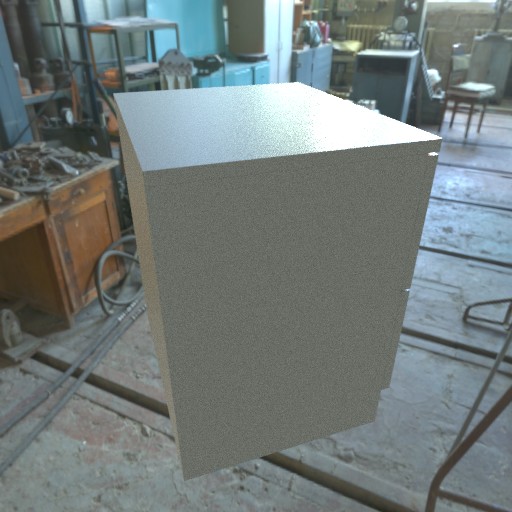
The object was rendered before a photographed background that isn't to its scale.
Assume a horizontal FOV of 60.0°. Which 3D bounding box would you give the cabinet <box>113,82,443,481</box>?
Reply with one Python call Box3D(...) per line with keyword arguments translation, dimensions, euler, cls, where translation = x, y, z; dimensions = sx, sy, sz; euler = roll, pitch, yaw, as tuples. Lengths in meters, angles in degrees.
Box3D(translation=(0.000, 0.000, 0.738), dimensions=(0.360, 0.470, 0.400), euler=(-10, 32, -16), cls="cabinet")
